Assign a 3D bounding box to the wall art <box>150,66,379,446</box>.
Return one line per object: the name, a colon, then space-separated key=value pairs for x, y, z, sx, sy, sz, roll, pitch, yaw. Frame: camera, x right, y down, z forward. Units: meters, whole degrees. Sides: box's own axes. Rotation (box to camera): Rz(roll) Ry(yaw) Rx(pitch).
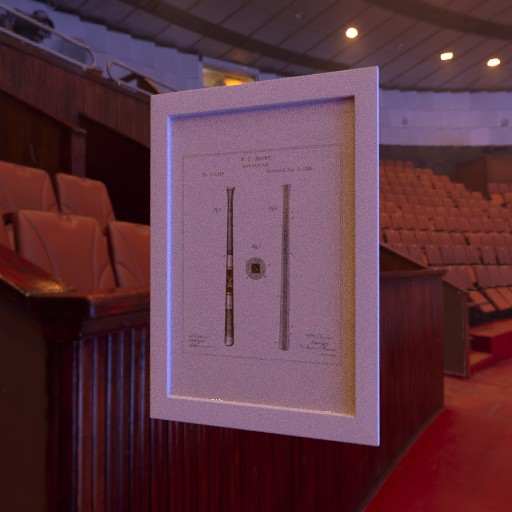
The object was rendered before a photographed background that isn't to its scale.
wall art: x=0.000 y=0.000 z=0.616 sx=0.329 sy=0.482 sz=0.011 roll=0 pitch=0 yaw=18
